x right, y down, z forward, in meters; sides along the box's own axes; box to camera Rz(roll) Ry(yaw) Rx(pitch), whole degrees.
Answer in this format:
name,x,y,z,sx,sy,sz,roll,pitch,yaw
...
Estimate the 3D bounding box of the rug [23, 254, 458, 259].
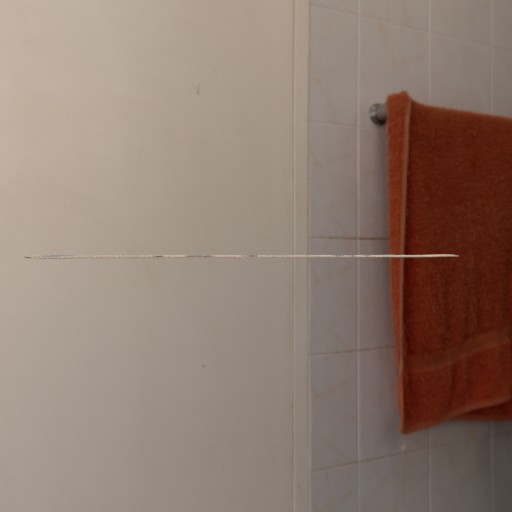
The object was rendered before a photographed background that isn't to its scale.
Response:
name,x,y,z,sx,sy,sz,roll,pitch,yaw
rug,0.000,0.000,2.554,2.301,0.017,0.692,0,0,-19
